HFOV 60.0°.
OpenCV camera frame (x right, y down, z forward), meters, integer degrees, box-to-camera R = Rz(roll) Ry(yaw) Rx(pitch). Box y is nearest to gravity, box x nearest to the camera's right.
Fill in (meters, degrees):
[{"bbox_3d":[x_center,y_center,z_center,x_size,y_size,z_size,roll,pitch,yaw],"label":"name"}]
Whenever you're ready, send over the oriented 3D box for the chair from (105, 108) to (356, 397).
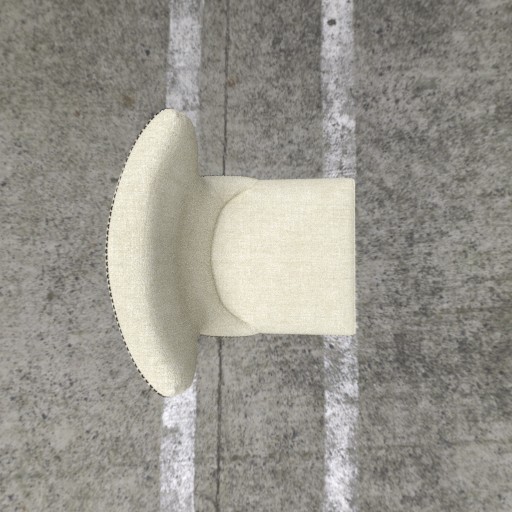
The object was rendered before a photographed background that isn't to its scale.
[{"bbox_3d":[0.000,0.000,1.459,0.681,1.002,0.654,0,89,1],"label":"chair"}]
